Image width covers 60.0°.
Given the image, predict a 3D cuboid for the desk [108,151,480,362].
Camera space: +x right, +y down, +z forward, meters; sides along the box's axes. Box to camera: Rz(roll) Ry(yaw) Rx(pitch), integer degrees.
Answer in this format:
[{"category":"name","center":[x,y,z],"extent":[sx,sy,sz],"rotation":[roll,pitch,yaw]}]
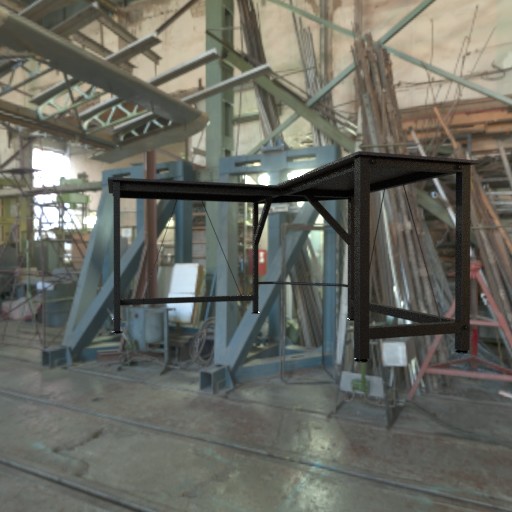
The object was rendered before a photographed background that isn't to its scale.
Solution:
[{"category":"desk","center":[0.000,0.000,2.202],"extent":[1.400,0.762,1.400],"rotation":[0,1,-18]}]
